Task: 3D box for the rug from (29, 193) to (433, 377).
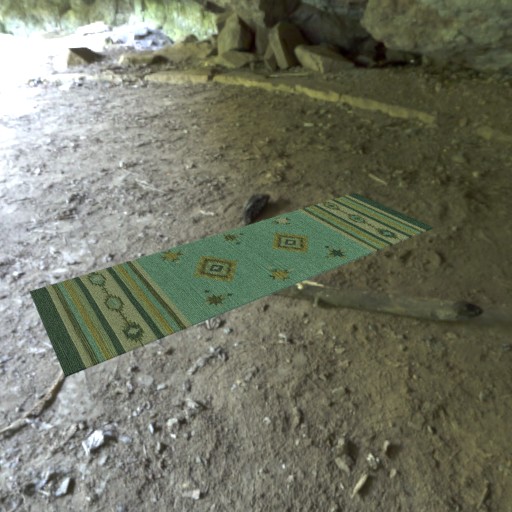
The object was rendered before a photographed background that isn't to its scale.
[{"bbox_3d":[0.000,0.000,2.712,2.441,0.010,0.744,-19,35,-29],"label":"rug"}]
